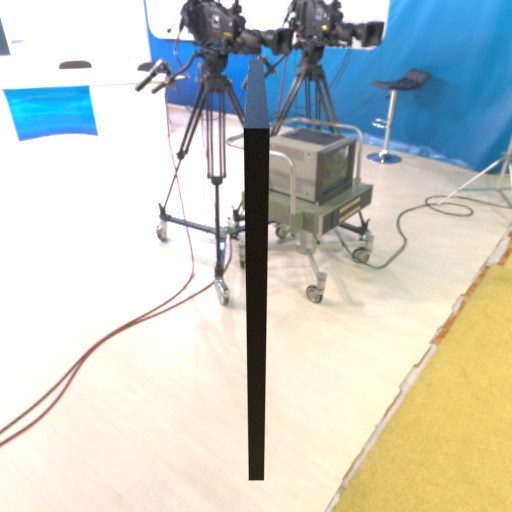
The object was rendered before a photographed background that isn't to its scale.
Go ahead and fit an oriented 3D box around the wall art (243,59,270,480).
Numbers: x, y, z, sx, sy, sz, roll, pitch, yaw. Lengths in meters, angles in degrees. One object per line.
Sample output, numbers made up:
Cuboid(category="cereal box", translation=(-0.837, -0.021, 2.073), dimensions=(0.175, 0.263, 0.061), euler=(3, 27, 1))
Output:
Cuboid(category="wall art", translation=(0.000, 0.000, 0.537), dimensions=(0.018, 0.397, 0.325), euler=(0, 31, 0))
